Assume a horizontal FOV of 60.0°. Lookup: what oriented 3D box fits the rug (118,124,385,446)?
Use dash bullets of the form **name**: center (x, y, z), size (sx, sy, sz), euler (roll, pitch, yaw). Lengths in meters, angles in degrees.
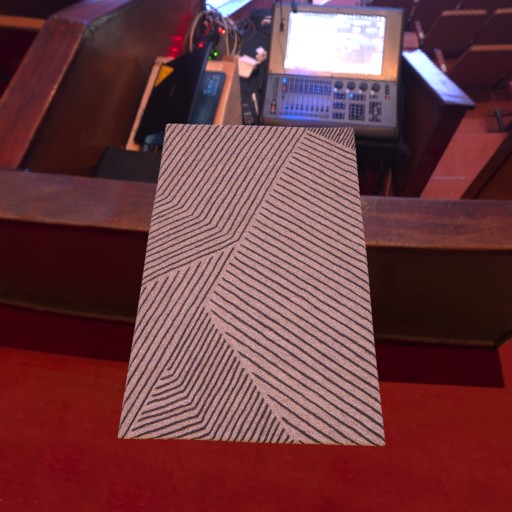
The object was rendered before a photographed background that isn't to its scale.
- **rug**: center (0.000, 0.000, 3.090), size (1.539, 0.023, 2.406), euler (1, 63, 1)
